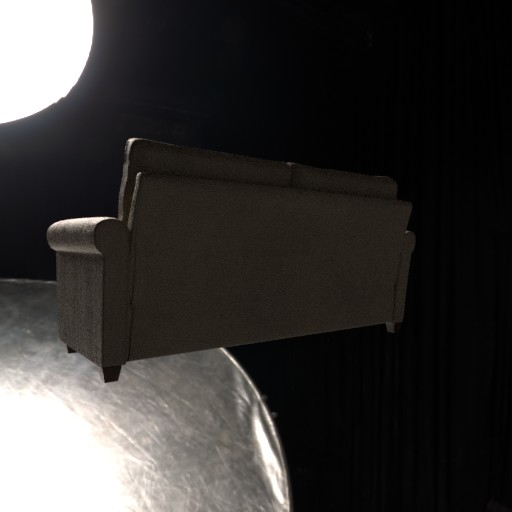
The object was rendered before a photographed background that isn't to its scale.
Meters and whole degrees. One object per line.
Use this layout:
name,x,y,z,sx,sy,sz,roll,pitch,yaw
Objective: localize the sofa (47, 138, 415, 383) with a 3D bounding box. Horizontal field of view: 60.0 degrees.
sofa,0.000,0.000,2.408,1.935,0.942,0.842,0,1,-36
